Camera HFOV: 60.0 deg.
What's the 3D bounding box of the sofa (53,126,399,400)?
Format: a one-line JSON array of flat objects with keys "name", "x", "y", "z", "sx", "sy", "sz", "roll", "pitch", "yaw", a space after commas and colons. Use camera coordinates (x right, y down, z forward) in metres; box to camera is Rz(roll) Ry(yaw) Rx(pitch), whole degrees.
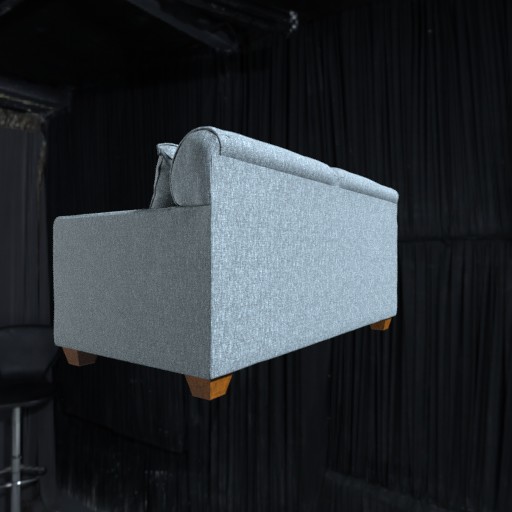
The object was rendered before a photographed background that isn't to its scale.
[{"name": "sofa", "x": 0.000, "y": 0.000, "z": 2.445, "sx": 0.998, "sy": 0.958, "sz": 1.846, "roll": 0, "pitch": 1, "yaw": 36}]
